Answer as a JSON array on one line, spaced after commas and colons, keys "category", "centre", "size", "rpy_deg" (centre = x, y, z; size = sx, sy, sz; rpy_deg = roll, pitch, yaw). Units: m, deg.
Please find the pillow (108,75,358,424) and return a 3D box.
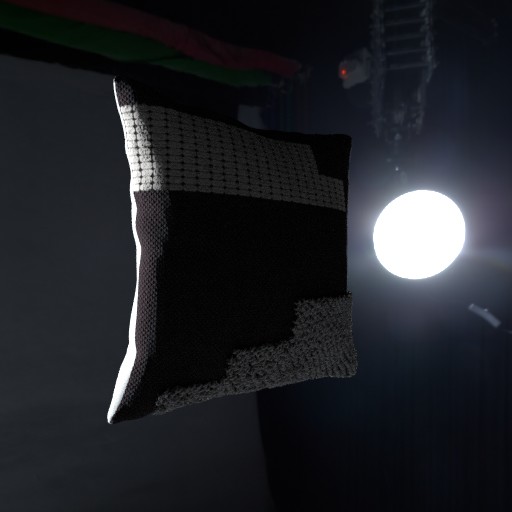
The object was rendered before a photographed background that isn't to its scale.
[{"category": "pillow", "centre": [0.000, 0.000, 0.724], "size": [0.475, 0.473, 0.178], "rpy_deg": [0, 1, -37]}]
